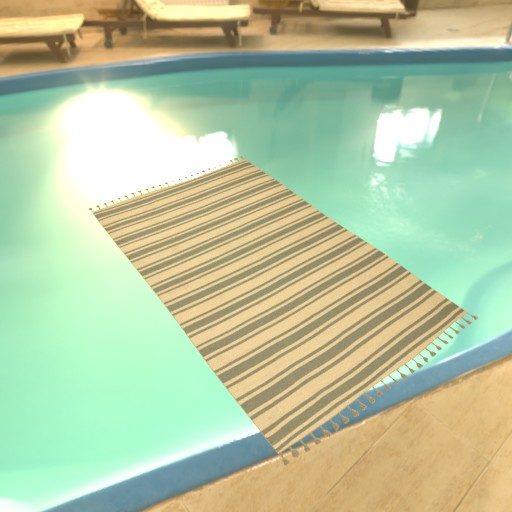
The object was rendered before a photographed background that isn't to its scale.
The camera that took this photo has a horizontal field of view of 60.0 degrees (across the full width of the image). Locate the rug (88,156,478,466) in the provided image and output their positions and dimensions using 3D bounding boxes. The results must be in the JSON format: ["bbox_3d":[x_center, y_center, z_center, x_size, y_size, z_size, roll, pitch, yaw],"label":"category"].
[{"bbox_3d":[0.000,0.000,2.530,1.222,0.009,2.084,-25,46,-27],"label":"rug"}]
